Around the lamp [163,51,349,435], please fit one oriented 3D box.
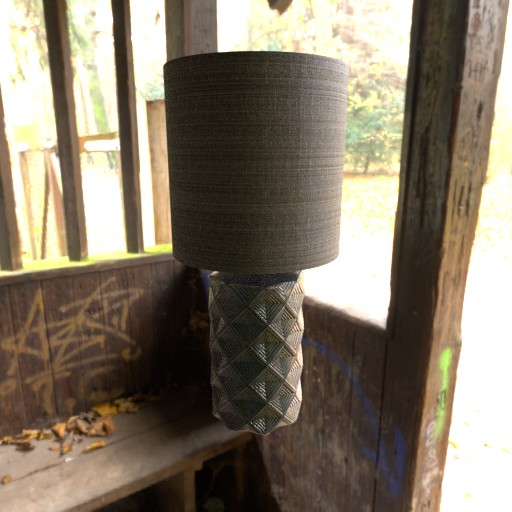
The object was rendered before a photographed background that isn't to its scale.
[{"bbox_3d":[0.000,0.000,0.721,0.268,0.566,0.269,7,16,26],"label":"lamp"}]
